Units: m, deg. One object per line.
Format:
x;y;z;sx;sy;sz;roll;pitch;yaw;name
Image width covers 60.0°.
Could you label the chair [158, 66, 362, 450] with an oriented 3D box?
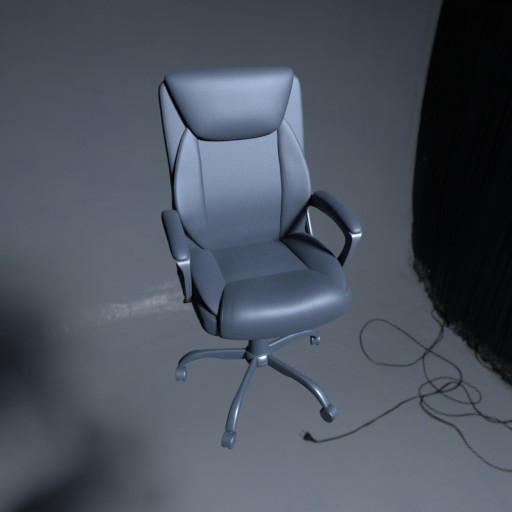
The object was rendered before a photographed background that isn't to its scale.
0.000;0.000;1.457;0.615;1.072;0.655;-9;33;-14;chair
